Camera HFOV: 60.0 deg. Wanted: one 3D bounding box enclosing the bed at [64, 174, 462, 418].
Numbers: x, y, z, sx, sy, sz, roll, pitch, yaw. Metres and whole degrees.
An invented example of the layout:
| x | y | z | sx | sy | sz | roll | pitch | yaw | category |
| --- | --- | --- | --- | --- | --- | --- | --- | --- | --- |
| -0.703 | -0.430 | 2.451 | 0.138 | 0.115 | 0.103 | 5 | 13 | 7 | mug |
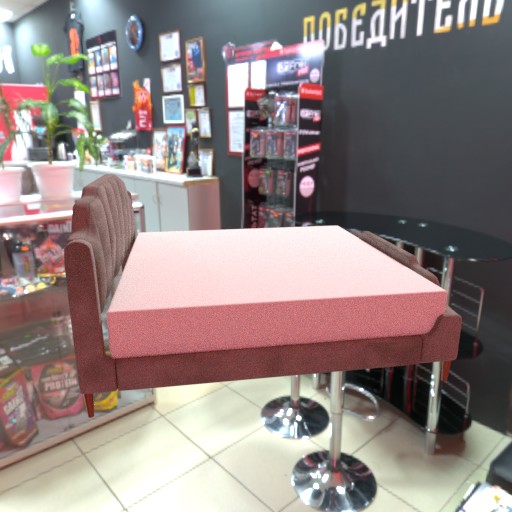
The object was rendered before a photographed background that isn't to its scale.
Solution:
| x | y | z | sx | sy | sz | roll | pitch | yaw | category |
| --- | --- | --- | --- | --- | --- | --- | --- | --- | --- |
| 0.000 | 0.000 | 3.508 | 2.340 | 1.245 | 2.074 | -3 | 16 | -9 | bed |
